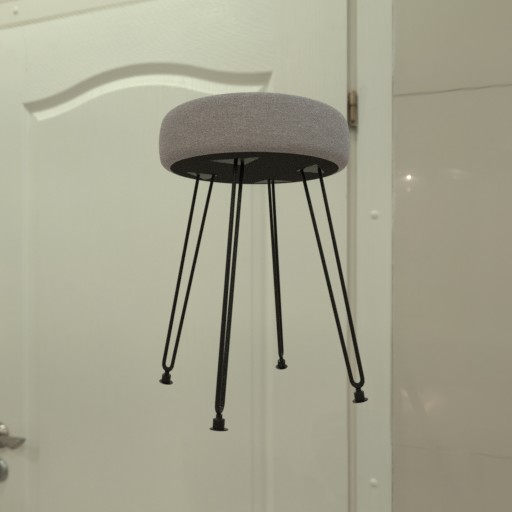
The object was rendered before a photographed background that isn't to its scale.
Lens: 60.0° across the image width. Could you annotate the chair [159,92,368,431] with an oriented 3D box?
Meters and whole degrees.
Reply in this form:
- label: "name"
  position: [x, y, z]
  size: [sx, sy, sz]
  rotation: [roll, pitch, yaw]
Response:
- label: "chair"
  position: [0.000, 0.000, 0.712]
  size: [0.350, 0.440, 0.350]
  rotation: [0, 0, 17]
